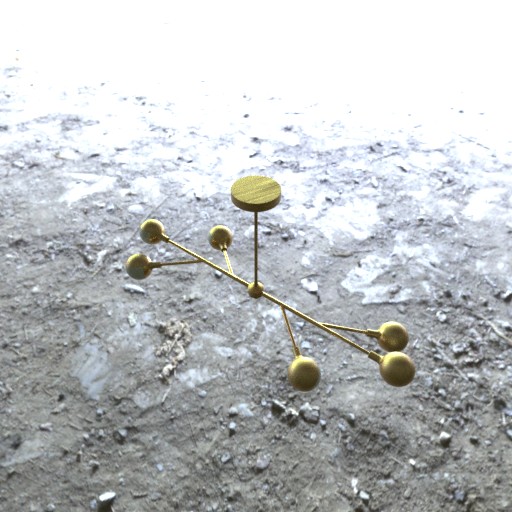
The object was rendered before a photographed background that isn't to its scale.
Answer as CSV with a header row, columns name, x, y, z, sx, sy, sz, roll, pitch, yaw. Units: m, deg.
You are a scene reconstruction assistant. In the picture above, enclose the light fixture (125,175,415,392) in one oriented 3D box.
name,x,y,z,sx,sy,sz,roll,pitch,yaw
light fixture,0.000,0.000,1.005,0.434,0.362,0.778,-27,49,-26
